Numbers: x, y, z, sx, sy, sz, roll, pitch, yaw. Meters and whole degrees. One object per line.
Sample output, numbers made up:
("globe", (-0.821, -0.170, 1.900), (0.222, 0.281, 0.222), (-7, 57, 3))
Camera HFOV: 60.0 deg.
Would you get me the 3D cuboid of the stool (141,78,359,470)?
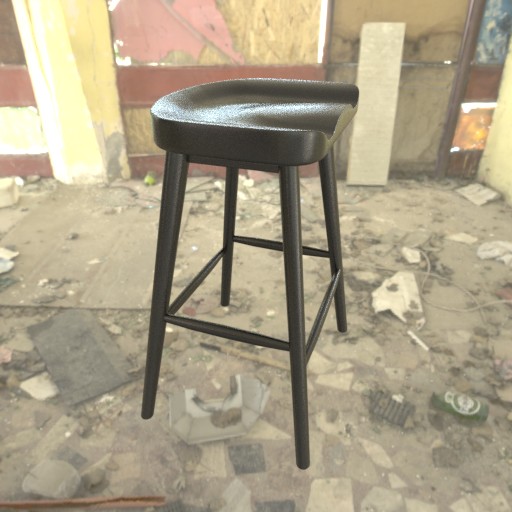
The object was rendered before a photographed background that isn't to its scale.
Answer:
("stool", (0.000, 0.000, 0.894), (0.361, 0.615, 0.440), (10, 32, 17))
